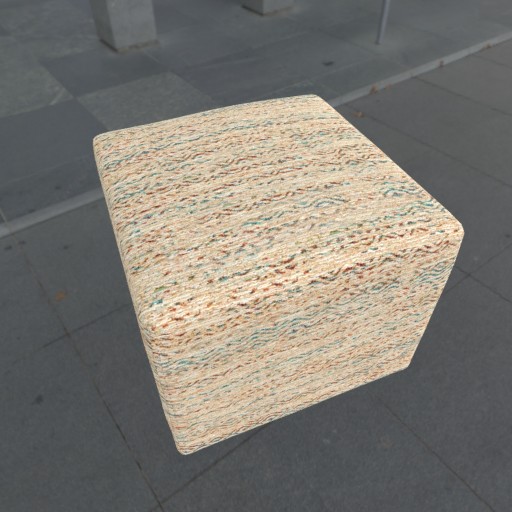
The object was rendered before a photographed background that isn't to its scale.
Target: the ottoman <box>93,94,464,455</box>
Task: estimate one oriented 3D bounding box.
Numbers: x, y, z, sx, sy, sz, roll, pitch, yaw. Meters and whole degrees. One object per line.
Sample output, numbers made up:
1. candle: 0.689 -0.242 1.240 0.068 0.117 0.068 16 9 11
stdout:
1. ottoman: 0.000 0.000 0.910 0.512 0.453 0.521 -16 47 -15
